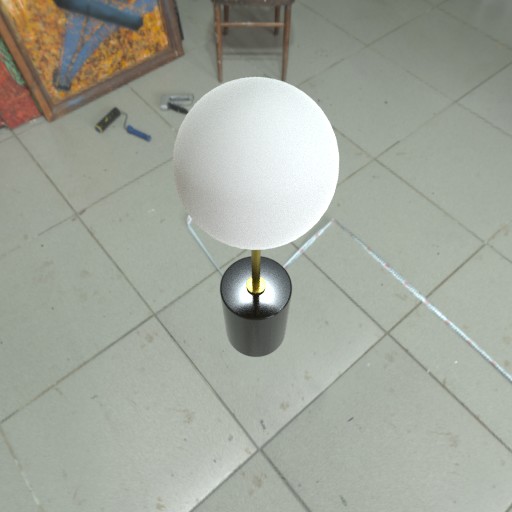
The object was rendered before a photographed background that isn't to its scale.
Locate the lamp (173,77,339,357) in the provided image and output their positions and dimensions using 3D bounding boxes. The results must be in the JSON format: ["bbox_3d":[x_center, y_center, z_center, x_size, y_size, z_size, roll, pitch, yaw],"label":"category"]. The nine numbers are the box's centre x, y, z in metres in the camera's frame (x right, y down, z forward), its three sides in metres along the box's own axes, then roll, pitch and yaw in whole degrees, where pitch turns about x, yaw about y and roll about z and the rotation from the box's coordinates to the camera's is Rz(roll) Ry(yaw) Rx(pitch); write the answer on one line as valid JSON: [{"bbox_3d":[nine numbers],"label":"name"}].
[{"bbox_3d":[0.000,0.000,0.554,0.153,0.480,0.153,0,59,0],"label":"lamp"}]
